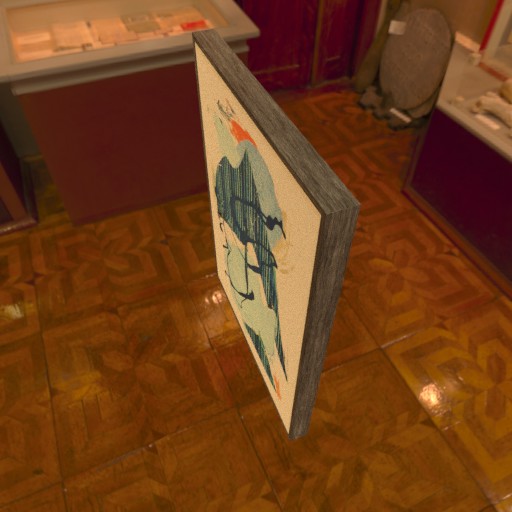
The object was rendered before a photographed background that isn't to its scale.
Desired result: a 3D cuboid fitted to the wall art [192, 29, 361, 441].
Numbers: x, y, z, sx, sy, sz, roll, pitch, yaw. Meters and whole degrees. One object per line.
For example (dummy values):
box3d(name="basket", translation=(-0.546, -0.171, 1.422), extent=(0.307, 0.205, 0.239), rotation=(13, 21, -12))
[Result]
box3d(name="wall art", translation=(0.000, 0.000, 1.326), extent=(0.063, 1.016, 0.762), rotation=(-17, 50, -14))
